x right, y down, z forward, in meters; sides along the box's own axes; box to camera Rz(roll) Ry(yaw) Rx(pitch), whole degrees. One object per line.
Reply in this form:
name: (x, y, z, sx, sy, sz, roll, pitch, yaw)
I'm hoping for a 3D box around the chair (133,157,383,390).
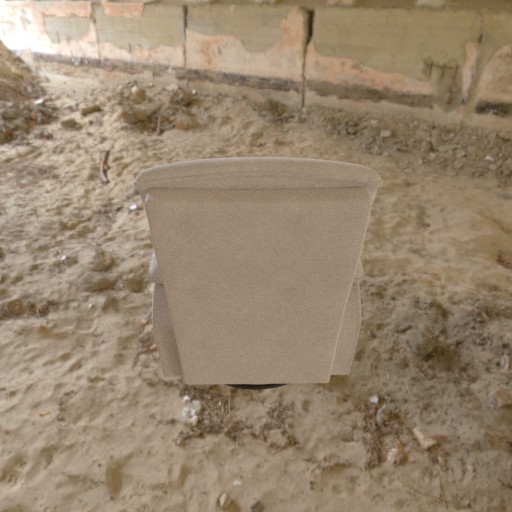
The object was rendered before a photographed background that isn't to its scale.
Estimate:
chair: (0.000, 0.000, 1.726, 0.820, 1.039, 1.001, 0, 30, -1)
